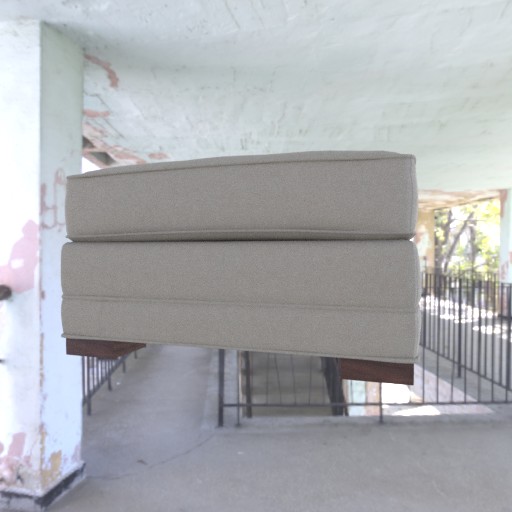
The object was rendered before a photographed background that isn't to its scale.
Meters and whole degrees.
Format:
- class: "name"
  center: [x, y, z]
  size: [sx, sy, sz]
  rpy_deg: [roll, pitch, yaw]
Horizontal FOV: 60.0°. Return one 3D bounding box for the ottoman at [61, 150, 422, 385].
- class: "ottoman"
  center: [0.000, 0.000, 1.228]
  size: [0.848, 0.482, 0.611]
  rpy_deg: [0, 1, 18]
